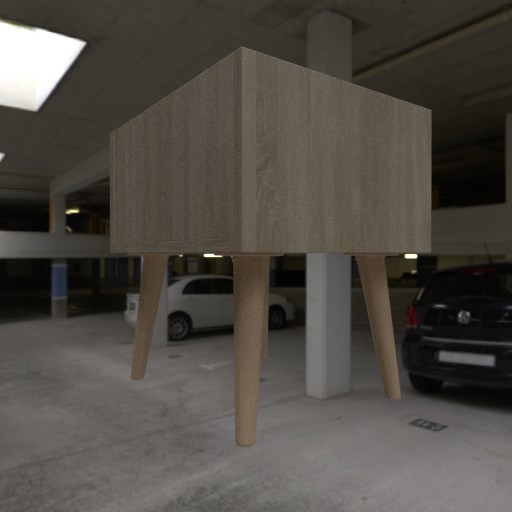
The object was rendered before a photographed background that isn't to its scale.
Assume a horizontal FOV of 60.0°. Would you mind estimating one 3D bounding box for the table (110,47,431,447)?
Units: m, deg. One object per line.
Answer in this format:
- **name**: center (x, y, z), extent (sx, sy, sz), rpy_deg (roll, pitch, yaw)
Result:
- **table**: center (0.000, 0.000, 0.786), extent (0.370, 0.470, 0.450), rpy_deg (0, 0, -36)
